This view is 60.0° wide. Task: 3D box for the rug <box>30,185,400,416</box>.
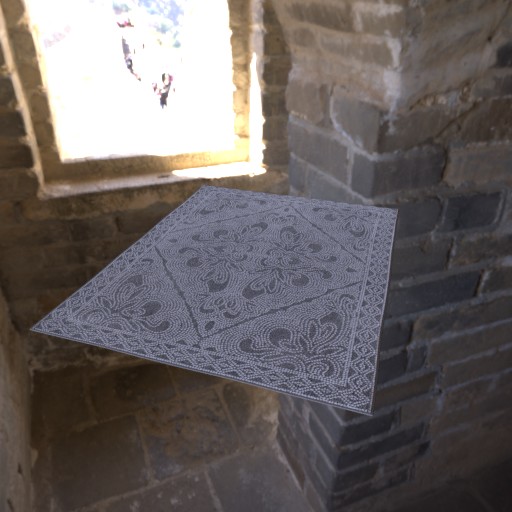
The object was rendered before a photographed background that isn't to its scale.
[{"bbox_3d":[0.000,0.000,4.093,2.438,0.012,3.048,10,31,16],"label":"rug"}]
